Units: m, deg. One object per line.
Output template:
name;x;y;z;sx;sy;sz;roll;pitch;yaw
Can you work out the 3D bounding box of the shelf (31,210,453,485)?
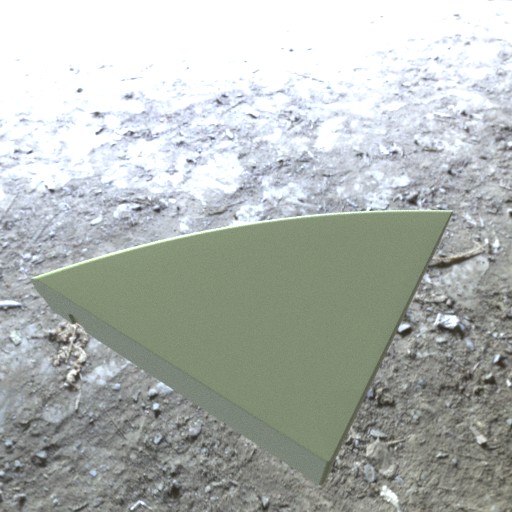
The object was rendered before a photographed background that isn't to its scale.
shelf;0.000;0.000;0.459;0.310;0.050;0.310;25;52;21
